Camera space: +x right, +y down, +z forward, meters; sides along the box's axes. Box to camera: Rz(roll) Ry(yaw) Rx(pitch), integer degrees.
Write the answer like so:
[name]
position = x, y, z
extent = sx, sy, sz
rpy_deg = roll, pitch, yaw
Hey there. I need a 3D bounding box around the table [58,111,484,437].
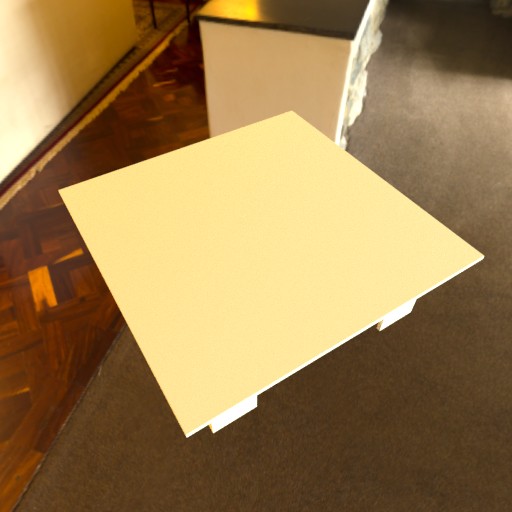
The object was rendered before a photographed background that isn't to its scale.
[table]
position = 0.000, 0.000, 1.396
extent = 0.890, 0.305, 0.890
rpy_deg = -25, 53, -21
